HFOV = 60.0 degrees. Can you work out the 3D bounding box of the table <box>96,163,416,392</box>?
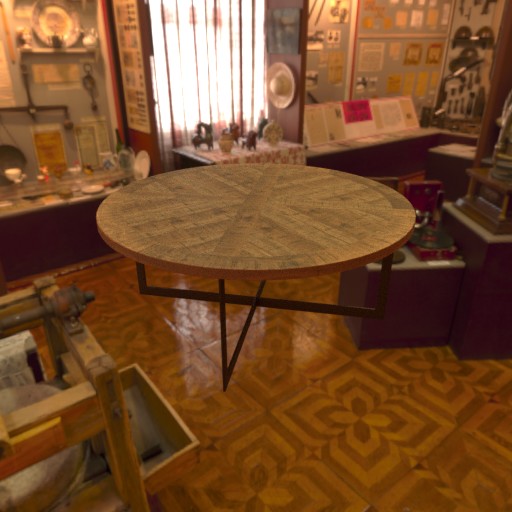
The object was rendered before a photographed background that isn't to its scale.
[{"bbox_3d":[0.000,0.000,1.951,1.264,0.516,1.264,0,25,0],"label":"table"}]
